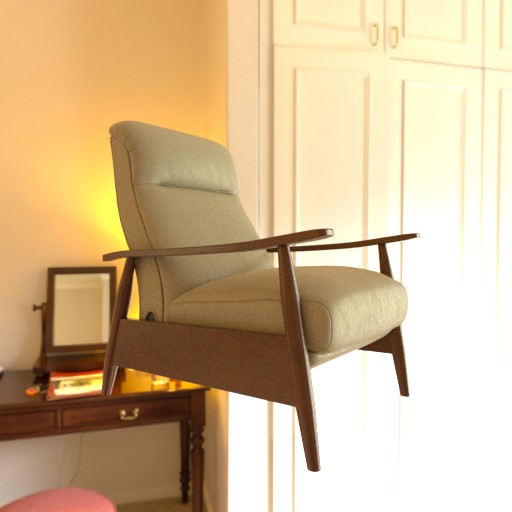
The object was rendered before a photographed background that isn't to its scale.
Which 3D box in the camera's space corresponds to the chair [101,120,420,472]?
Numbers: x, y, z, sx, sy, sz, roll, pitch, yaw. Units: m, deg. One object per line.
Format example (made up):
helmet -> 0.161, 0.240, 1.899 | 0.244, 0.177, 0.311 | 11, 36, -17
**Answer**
chair -> 0.000, 0.000, 1.706 | 1.014, 1.082, 0.762 | 1, 2, 38
